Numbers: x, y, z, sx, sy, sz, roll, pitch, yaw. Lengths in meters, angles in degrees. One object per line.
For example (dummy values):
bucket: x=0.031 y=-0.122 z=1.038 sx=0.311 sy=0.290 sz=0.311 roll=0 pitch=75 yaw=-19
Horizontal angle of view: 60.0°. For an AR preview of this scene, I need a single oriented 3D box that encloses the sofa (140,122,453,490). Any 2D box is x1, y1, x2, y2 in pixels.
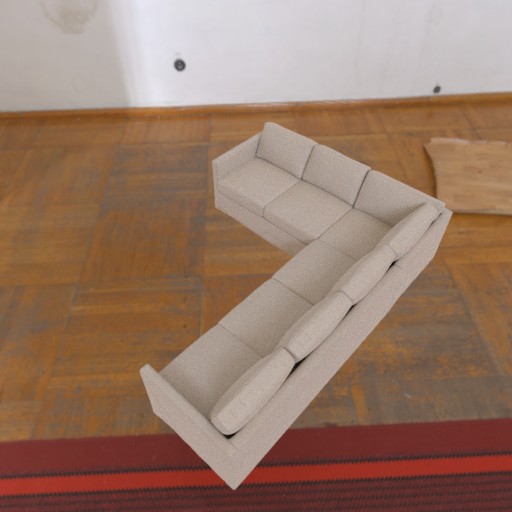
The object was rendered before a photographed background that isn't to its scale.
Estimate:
sofa: x=0.000 y=0.000 z=4.307 sx=2.432 sy=0.871 sz=3.182 roll=33 pitch=55 yaw=28
